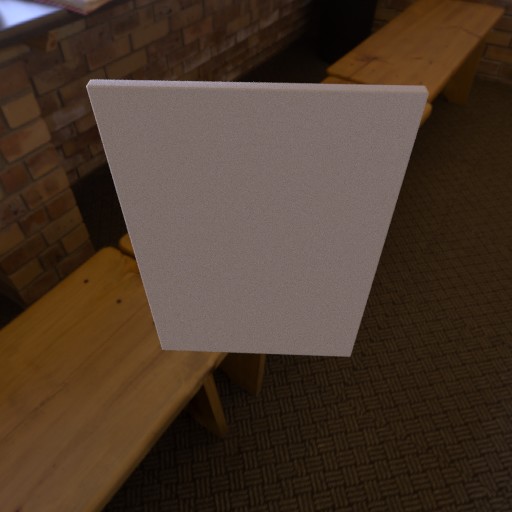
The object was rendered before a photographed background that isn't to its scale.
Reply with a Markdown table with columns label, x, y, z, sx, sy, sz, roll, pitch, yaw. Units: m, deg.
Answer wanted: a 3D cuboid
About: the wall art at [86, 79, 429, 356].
| label | x | y | z | sx | sy | sz | roll | pitch | yaw |
| --- | --- | --- | --- | --- | --- | --- | --- | --- | --- |
| wall art | 0.000 | 0.000 | 1.484 | 0.808 | 1.183 | 0.038 | 2 | 47 | 2 |
